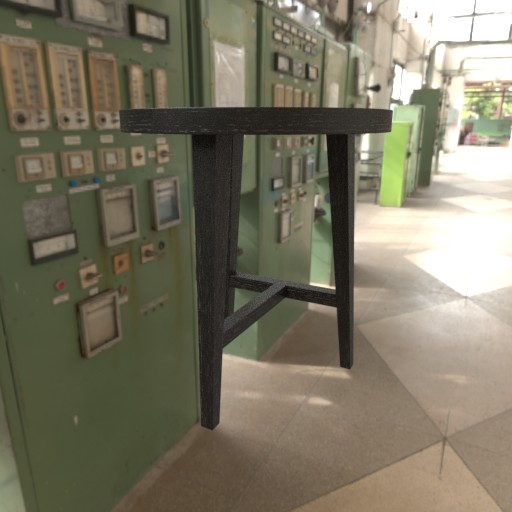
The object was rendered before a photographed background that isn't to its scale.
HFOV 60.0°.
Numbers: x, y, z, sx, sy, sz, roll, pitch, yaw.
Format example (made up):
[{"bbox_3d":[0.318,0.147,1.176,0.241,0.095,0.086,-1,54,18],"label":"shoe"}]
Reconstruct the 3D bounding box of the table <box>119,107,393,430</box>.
[{"bbox_3d":[0.000,0.000,0.739,0.399,0.460,0.399,0,17,0],"label":"table"}]
